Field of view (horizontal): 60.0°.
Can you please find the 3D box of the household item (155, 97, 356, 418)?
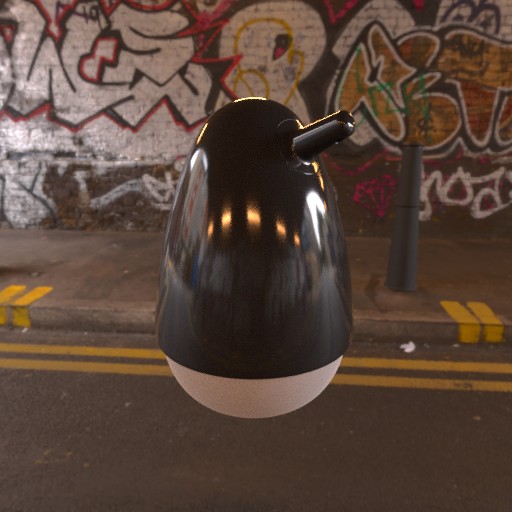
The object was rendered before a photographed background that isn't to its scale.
[{"bbox_3d":[0.000,0.000,0.224,0.104,0.152,0.102,14,20,42],"label":"household item"}]
